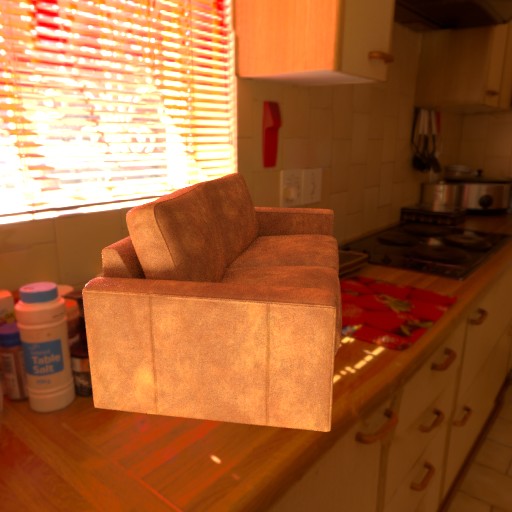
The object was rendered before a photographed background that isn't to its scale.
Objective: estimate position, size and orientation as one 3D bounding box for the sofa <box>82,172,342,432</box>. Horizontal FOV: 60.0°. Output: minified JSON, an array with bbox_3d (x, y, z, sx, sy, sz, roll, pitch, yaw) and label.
[{"bbox_3d":[0.000,0.000,2.700,1.016,0.873,2.179,2,15,9],"label":"sofa"}]
